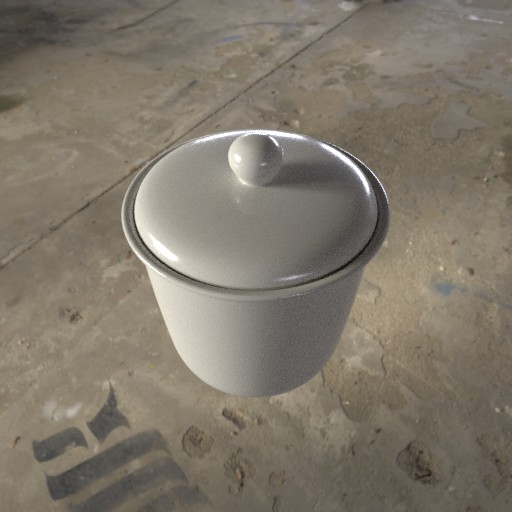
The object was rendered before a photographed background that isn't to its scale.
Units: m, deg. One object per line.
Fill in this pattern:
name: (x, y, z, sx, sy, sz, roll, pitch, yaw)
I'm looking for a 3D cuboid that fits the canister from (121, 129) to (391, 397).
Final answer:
canister: (0.000, 0.000, 0.347, 0.182, 0.208, 0.182, 0, 45, 0)
